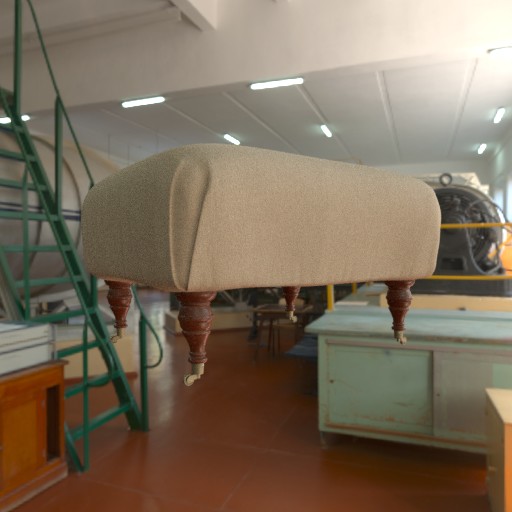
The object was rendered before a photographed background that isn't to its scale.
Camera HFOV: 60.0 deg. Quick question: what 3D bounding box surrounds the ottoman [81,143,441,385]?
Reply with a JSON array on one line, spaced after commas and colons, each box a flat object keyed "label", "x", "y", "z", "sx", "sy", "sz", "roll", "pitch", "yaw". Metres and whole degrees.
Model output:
[{"label": "ottoman", "x": 0.000, "y": 0.000, "z": 1.130, "sx": 0.746, "sy": 0.450, "sz": 0.639, "roll": 0, "pitch": 1, "yaw": -35}]
